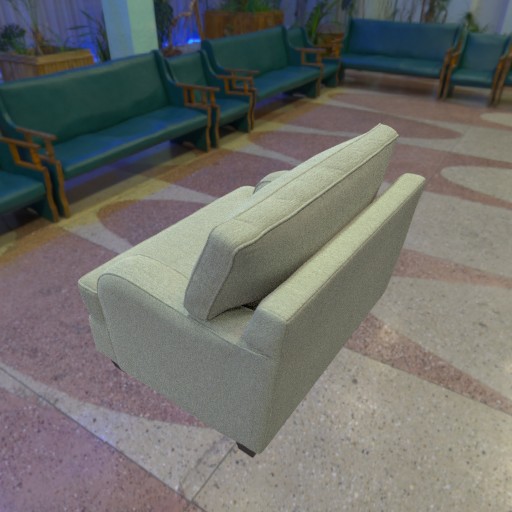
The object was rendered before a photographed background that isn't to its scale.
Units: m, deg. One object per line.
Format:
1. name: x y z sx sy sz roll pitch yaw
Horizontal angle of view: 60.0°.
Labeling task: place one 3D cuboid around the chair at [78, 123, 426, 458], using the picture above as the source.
1. chair: 0.000 0.000 1.994 1.041 1.016 1.220 21 39 29
